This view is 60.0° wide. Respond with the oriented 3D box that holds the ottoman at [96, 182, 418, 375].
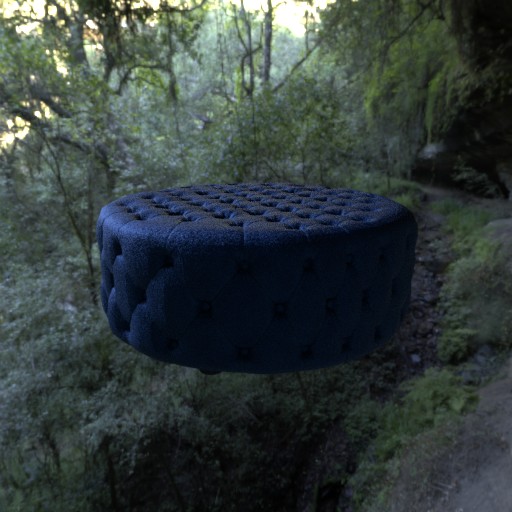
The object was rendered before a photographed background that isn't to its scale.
[{"bbox_3d":[0.000,0.000,1.481,0.998,0.398,0.998,0,16,0],"label":"ottoman"}]
